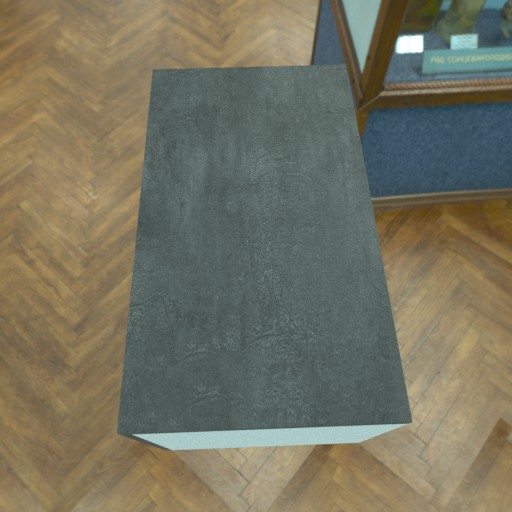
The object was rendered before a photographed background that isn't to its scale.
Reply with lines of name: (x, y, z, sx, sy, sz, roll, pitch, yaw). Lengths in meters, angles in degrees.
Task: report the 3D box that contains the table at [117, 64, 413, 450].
table: (0.000, 0.000, 0.912, 0.400, 0.350, 0.700, -2, 63, -1)
